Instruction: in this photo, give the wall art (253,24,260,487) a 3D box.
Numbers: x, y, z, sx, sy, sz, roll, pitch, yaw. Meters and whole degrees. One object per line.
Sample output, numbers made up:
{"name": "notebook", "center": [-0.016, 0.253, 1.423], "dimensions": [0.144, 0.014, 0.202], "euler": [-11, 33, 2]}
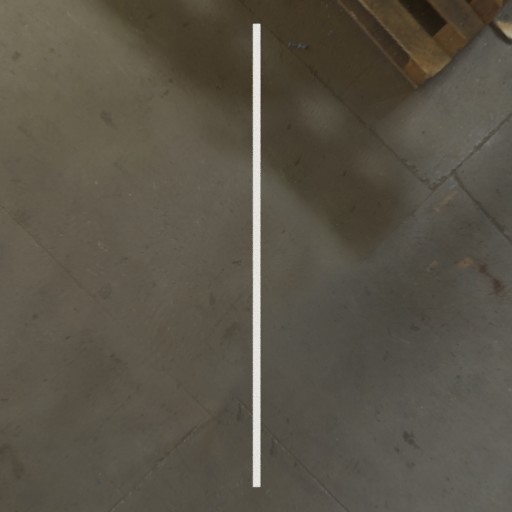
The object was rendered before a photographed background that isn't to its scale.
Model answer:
{"name": "wall art", "center": [0.000, 0.000, 0.813], "dimensions": [0.009, 0.559, 0.558], "euler": [0, 90, 0]}
